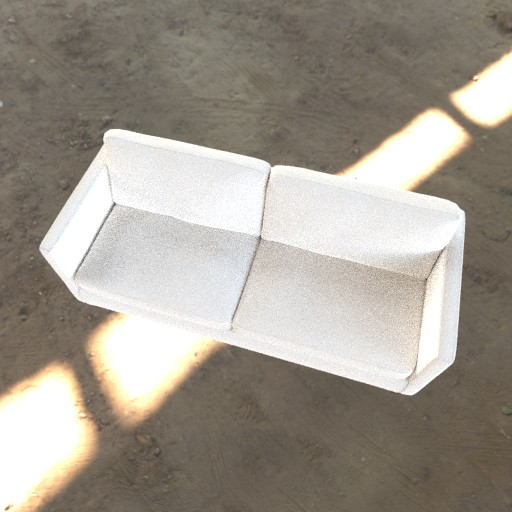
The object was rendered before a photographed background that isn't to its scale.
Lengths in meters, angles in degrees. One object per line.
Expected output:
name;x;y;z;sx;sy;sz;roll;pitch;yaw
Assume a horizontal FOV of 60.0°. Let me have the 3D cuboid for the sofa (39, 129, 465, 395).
sofa;0.000;0.000;2.574;2.139;0.933;0.924;14;60;8
